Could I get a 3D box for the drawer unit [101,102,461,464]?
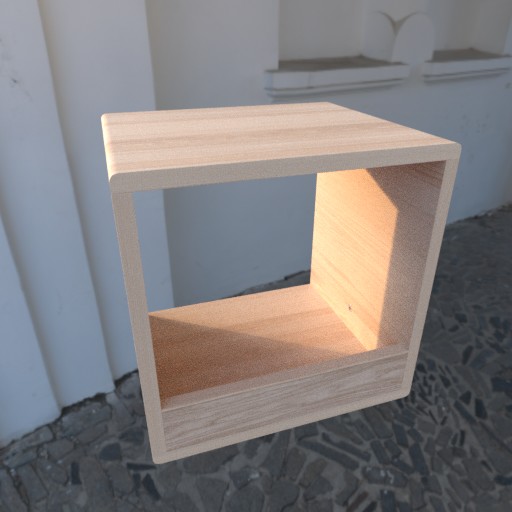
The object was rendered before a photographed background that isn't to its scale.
[{"bbox_3d":[0.000,0.000,0.600,0.344,0.344,0.290,-9,29,-16],"label":"drawer unit"}]
